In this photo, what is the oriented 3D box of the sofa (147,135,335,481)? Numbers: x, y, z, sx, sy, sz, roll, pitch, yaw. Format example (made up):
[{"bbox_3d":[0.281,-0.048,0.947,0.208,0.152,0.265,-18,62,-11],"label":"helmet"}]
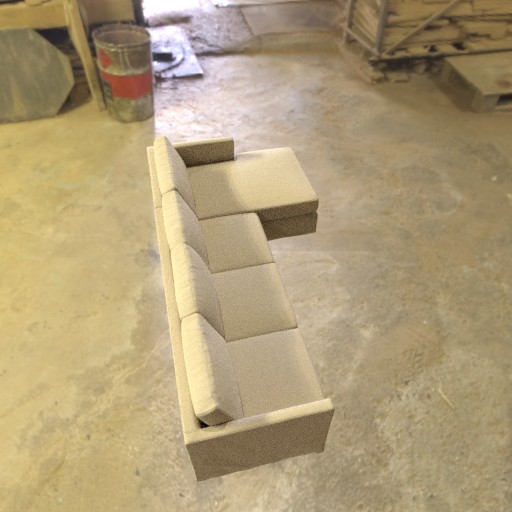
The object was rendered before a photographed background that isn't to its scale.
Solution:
[{"bbox_3d":[0.000,0.000,3.919,1.622,0.871,3.206,-10,47,-9],"label":"sofa"}]
